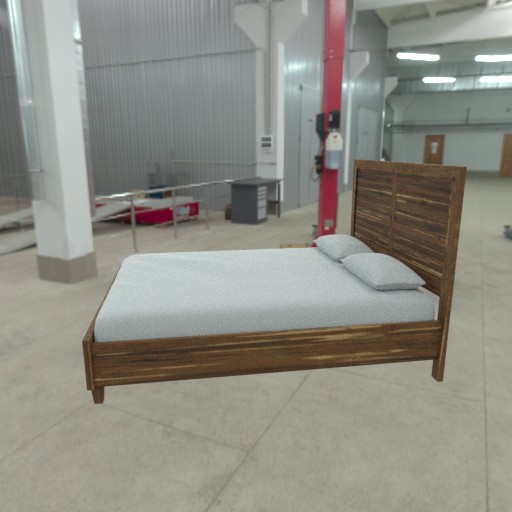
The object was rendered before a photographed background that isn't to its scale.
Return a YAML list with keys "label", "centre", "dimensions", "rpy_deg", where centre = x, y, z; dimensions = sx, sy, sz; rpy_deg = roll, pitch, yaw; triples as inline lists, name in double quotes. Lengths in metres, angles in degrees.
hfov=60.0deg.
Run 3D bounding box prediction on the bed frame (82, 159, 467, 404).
- label: "bed frame"
  centre: [0.000, 0.000, 3.443]
  dimensions: [2.276, 1.417, 1.696]
  rpy_deg: [-2, 14, -9]
